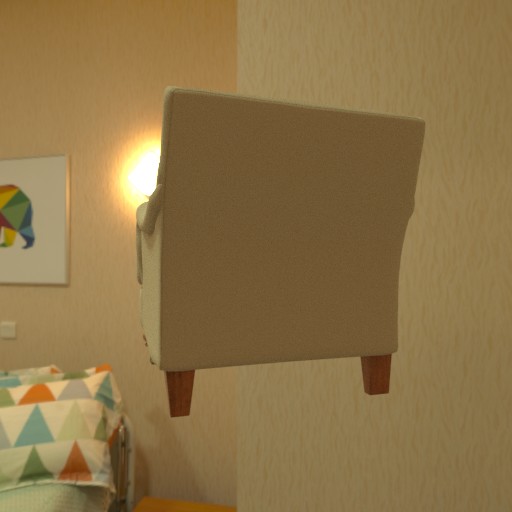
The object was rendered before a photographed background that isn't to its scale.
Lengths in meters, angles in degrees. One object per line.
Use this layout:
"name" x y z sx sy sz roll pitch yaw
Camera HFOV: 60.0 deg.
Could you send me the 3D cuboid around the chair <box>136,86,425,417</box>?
"chair" 0.000 0.000 1.855 0.955 1.038 1.070 0 -1 -19
